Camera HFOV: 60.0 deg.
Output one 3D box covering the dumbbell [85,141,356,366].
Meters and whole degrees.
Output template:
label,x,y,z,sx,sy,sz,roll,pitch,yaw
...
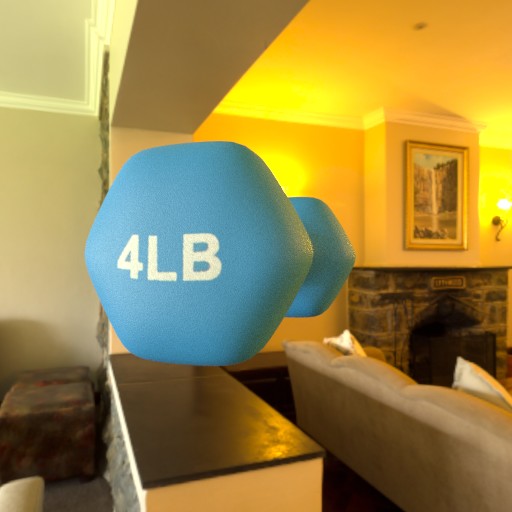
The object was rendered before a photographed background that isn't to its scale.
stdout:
label,x,y,z,sx,sy,sz,roll,pitch,yaw
dumbbell,0.000,0.000,0.194,0.074,0.066,0.152,0,-1,19
